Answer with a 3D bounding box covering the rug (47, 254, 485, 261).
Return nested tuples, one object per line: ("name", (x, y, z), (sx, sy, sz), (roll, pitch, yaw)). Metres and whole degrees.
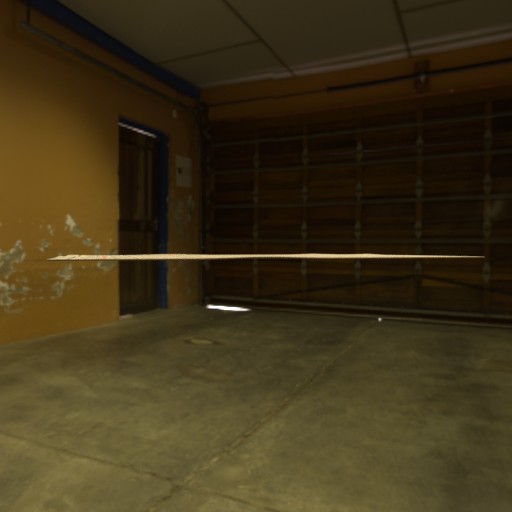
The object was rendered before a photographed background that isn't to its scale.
("rug", (0.000, 0.000, 3.039), (2.439, 0.015, 1.524), (0, 1, -19))
